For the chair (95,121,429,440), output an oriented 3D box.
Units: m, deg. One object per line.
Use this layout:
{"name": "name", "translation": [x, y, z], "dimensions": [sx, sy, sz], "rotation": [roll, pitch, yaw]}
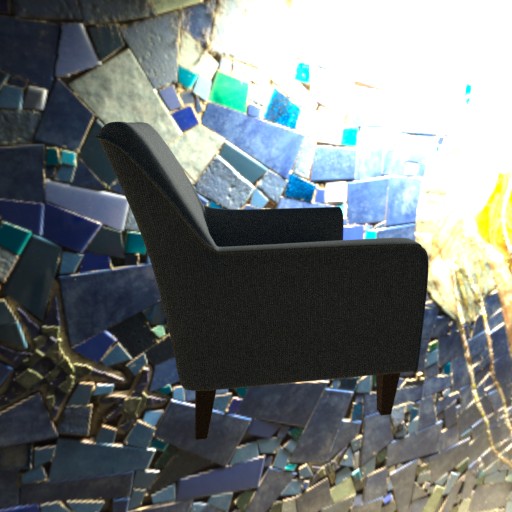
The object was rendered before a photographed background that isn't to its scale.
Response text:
{"name": "chair", "translation": [0.000, 0.000, 1.589], "dimensions": [0.899, 0.919, 0.780], "rotation": [-3, 17, -9]}
